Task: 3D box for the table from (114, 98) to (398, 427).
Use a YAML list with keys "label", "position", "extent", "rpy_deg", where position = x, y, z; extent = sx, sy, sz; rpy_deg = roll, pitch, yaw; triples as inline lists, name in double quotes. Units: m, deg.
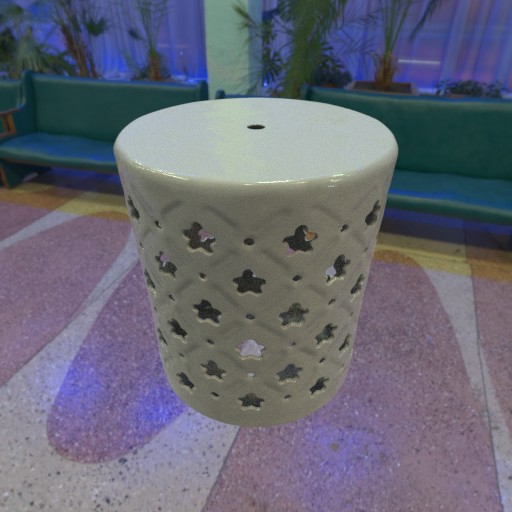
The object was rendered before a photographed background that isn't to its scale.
- label: "table"
  position: [0.000, 0.000, 0.663]
  extent: [0.352, 0.387, 0.352]
  rpy_deg: [0, 32, 0]
